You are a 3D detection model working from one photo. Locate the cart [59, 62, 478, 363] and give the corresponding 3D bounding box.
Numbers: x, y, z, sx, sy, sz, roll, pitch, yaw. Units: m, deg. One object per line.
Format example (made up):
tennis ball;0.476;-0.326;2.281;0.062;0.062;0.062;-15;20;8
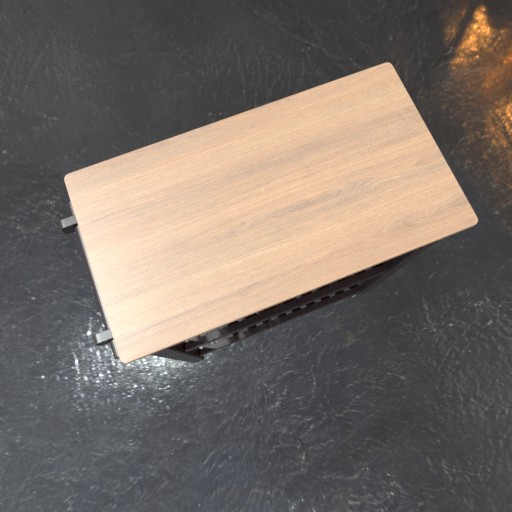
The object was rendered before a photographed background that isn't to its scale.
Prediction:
cart;0.000;0.000;1.450;0.899;0.927;0.457;-21;76;-5
